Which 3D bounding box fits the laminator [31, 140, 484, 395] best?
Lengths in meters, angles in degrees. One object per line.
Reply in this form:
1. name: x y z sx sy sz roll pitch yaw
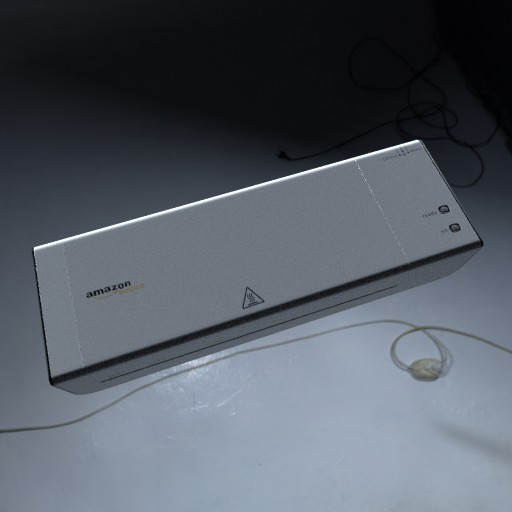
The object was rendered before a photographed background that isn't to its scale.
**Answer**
1. laminator: 0.000 0.000 0.379 0.340 0.062 0.123 -17 66 -8
